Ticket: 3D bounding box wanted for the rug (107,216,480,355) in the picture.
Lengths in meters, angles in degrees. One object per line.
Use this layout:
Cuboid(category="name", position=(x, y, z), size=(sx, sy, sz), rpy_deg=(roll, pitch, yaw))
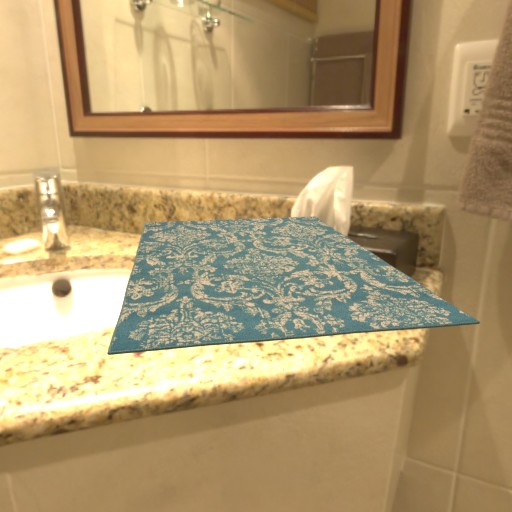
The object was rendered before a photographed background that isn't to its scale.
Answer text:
Cuboid(category="rug", position=(0.000, 0.000, 2.258), size=(1.211, 0.012, 1.833), rpy_deg=(-3, 17, -10))
